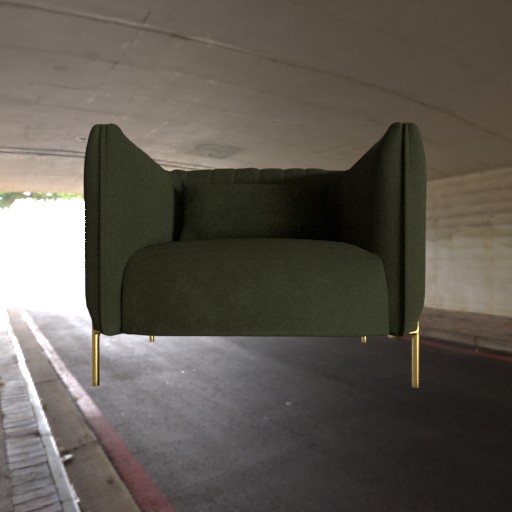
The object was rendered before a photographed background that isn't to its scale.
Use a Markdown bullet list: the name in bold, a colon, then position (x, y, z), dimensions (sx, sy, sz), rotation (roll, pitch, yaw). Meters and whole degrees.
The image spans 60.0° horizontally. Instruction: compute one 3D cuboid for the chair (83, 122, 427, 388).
- **chair**: position (0.000, 0.000, 1.677), dimensions (1.032, 0.794, 0.877), rotation (0, 0, 1)
